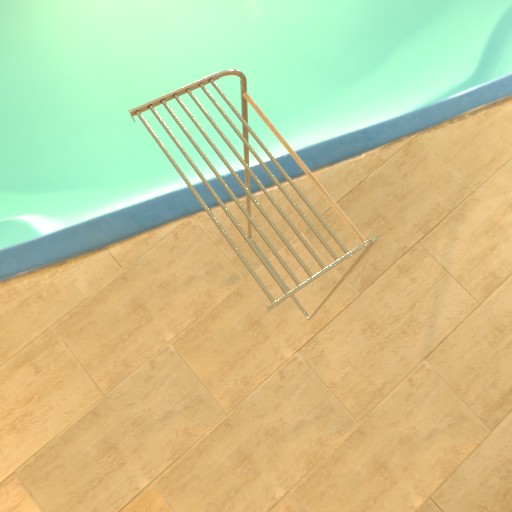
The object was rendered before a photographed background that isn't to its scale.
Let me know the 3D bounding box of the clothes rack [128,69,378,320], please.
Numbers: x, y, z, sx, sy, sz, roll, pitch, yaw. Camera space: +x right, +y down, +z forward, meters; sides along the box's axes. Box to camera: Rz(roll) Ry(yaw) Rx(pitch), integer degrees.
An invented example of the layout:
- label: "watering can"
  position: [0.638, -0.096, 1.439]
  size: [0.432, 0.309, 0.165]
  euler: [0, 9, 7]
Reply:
- label: "clothes rack"
  position: [0.000, 0.000, 1.809]
  size: [0.349, 1.574, 0.609]
  euler: [-34, 77, -9]
